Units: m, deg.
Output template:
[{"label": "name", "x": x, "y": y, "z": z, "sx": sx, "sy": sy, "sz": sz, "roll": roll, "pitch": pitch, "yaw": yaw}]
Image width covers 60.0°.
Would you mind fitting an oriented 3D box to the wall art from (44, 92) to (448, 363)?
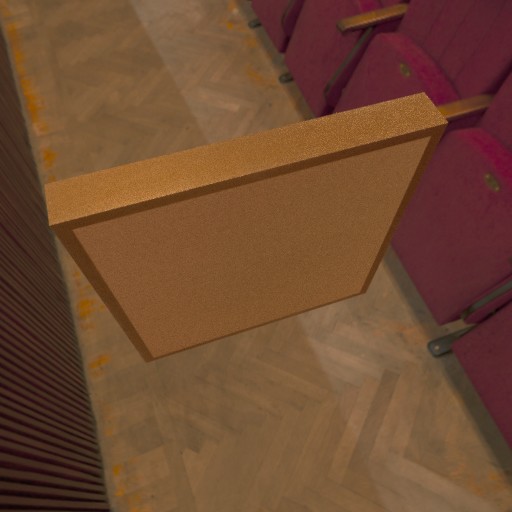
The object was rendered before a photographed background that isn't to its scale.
[{"label": "wall art", "x": 0.000, "y": 0.000, "z": 0.462, "sx": 0.306, "sy": 0.305, "sz": 0.038, "roll": -16, "pitch": 61, "yaw": -9}]
